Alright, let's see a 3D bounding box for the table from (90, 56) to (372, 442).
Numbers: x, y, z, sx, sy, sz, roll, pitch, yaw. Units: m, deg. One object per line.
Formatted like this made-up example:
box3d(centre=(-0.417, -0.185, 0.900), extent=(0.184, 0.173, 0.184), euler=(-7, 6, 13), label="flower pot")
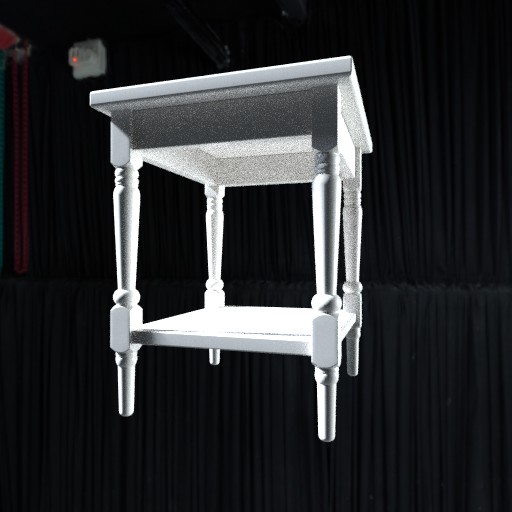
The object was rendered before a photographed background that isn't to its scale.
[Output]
box3d(centre=(0.000, 0.000, 0.922), extent=(0.442, 0.565, 0.488), euler=(0, 0, 18), label="table")
